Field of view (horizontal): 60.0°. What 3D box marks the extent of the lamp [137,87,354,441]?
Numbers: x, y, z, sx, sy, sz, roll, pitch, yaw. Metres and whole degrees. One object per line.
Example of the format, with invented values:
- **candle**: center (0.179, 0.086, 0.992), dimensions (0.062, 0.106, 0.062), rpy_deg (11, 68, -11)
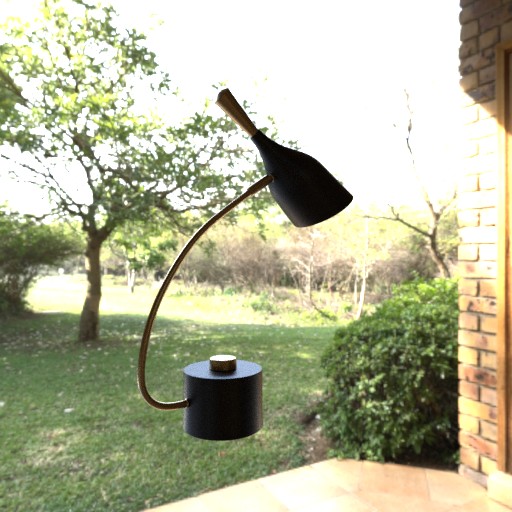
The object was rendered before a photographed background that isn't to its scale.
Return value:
- **lamp**: center (0.000, 0.000, 0.642), dimensions (0.352, 0.464, 0.110), rpy_deg (0, 0, -35)
